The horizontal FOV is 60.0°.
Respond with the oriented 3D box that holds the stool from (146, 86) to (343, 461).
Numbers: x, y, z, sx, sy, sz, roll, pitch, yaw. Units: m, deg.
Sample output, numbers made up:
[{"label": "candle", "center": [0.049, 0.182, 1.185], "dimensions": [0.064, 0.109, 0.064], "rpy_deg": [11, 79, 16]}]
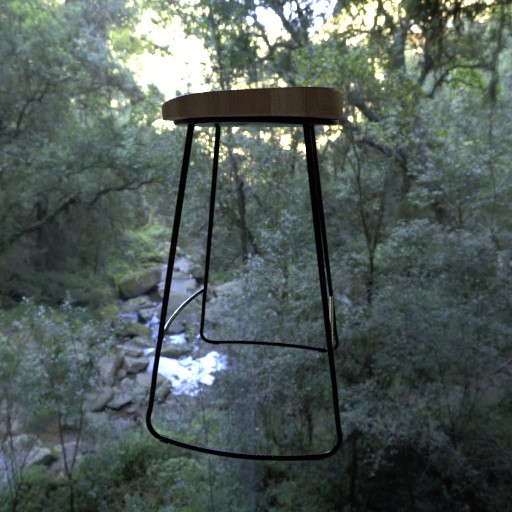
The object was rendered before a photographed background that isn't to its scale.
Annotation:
[{"label": "stool", "center": [0.000, 0.000, 0.986], "dimensions": [0.401, 0.679, 0.480], "rpy_deg": [3, 16, 9]}]
